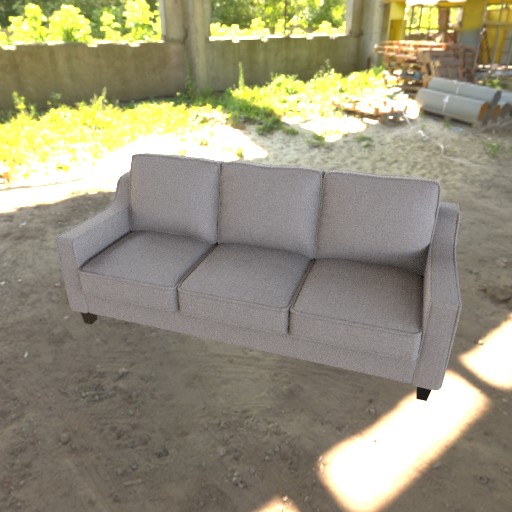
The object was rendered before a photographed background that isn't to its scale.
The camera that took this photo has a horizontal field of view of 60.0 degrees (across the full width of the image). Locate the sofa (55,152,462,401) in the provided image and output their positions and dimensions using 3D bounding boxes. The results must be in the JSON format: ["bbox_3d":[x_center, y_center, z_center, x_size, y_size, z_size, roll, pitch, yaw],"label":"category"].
[{"bbox_3d":[0.000,0.000,2.583,2.129,0.950,0.899,9,28,17],"label":"sofa"}]
